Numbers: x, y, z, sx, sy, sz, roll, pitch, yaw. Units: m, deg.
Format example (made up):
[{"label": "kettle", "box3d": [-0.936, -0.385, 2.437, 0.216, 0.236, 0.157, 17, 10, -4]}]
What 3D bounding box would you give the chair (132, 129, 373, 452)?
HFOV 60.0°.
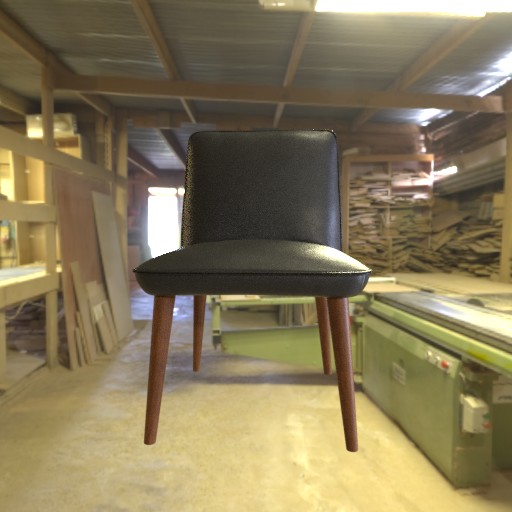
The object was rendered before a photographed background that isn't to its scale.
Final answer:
[{"label": "chair", "box3d": [0.000, 0.000, 1.201, 0.543, 0.801, 0.645, 0, 3, -1]}]
